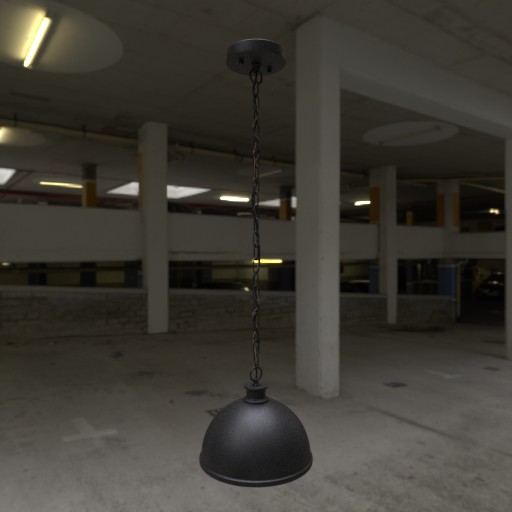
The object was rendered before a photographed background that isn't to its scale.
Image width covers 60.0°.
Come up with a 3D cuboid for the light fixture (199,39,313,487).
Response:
[{"bbox_3d":[0.000,0.000,1.193,0.304,1.090,0.304,0,0,-36],"label":"light fixture"}]
